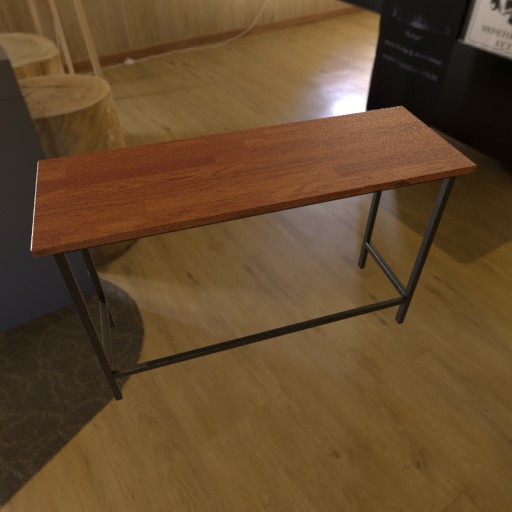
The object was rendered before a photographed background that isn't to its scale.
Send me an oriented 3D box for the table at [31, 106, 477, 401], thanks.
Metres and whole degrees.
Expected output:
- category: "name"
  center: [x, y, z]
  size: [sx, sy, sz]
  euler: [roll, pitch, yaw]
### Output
- category: "table"
  center: [0.000, 0.000, 1.535]
  size: [1.204, 0.740, 0.408]
  euler: [-12, 45, -13]
